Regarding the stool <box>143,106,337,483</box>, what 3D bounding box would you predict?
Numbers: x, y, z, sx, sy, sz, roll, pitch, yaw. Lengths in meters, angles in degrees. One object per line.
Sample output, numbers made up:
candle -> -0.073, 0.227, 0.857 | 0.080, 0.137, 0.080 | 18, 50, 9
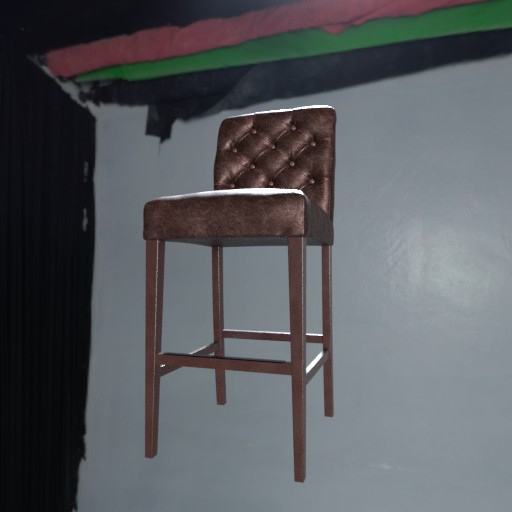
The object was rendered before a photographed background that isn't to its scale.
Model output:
stool -> 0.000, 0.000, 1.507 | 0.483, 1.168, 0.659 | 0, -1, 19
